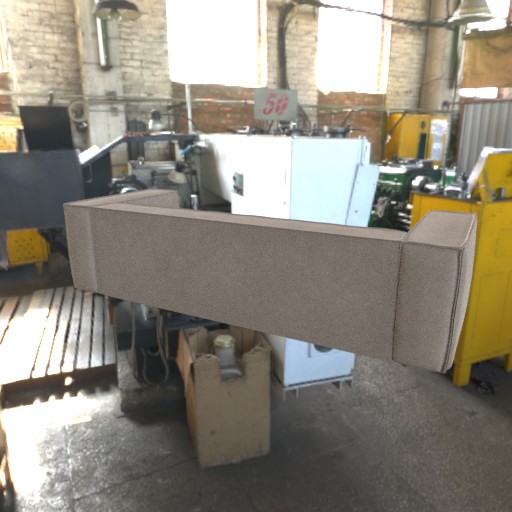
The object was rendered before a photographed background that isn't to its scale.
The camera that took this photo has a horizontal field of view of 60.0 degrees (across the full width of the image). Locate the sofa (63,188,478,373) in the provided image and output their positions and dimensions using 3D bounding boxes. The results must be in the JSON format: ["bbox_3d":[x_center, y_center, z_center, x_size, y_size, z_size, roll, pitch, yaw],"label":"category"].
[{"bbox_3d":[0.000,0.000,3.074,2.697,0.680,1.038,8,18,27],"label":"sofa"}]
